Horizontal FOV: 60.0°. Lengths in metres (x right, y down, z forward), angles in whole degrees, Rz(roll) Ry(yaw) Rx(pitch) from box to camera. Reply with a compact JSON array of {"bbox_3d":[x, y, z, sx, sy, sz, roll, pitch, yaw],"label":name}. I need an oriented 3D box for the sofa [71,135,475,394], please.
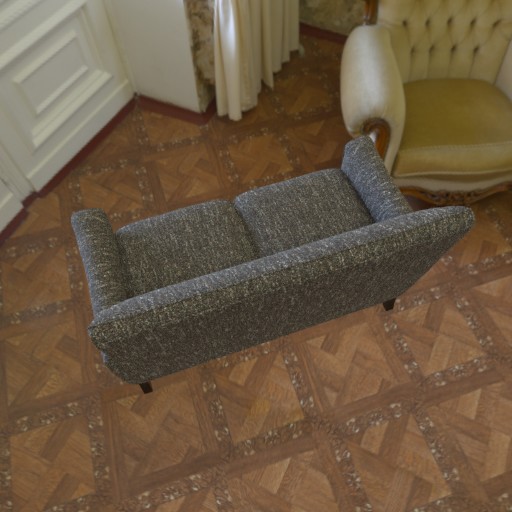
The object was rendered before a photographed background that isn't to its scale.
[{"bbox_3d":[0.000,0.000,2.083,1.519,0.946,0.801,-17,60,-10],"label":"sofa"}]
